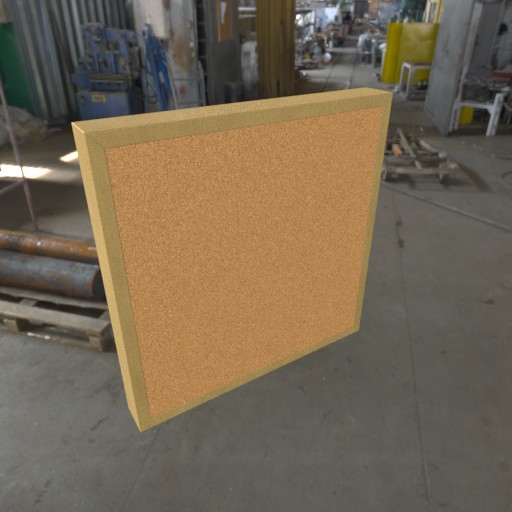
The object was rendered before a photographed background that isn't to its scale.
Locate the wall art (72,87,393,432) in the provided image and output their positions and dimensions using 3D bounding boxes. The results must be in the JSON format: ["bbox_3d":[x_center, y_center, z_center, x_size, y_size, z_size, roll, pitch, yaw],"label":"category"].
[{"bbox_3d":[0.000,0.000,0.465,0.305,0.305,0.038,-17,34,-28],"label":"wall art"}]
